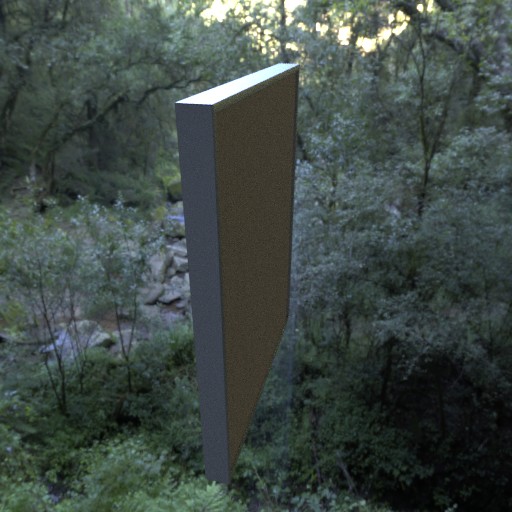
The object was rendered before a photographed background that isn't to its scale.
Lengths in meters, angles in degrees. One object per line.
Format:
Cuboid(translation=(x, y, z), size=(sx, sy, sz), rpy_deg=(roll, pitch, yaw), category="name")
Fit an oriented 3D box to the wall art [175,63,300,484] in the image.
Cuboid(translation=(0.000, 0.000, 0.737), size=(0.039, 0.553, 0.445), rpy_deg=(7, 29, 14), category="wall art")
